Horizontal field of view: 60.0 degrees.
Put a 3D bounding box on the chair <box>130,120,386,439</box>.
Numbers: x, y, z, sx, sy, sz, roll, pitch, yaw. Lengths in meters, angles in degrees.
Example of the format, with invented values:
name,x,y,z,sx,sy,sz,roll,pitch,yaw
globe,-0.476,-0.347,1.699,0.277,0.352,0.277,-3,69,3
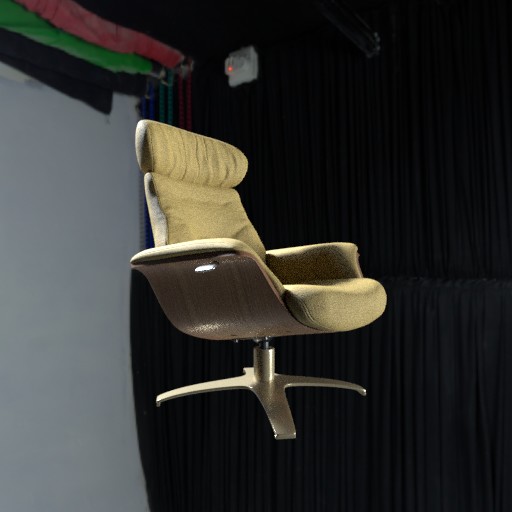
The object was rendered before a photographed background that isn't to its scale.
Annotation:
name,x,y,z,sx,sy,sz,roll,pitch,yaw
chair,0.000,0.000,1.562,0.837,0.995,0.785,0,0,37
